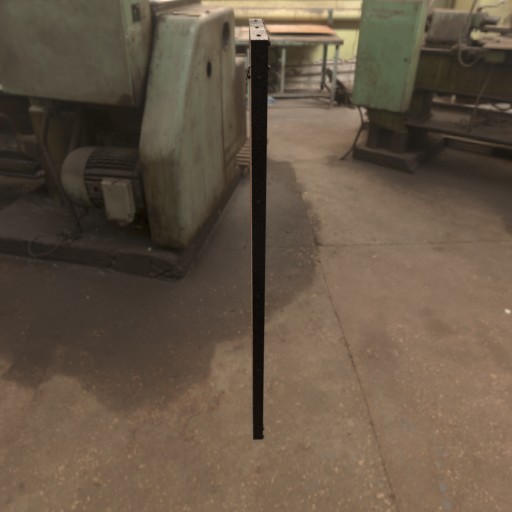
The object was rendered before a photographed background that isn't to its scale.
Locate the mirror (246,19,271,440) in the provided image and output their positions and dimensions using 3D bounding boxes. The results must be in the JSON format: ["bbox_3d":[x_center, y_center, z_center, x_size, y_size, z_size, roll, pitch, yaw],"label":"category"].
[{"bbox_3d":[0.000,0.000,1.167,0.042,1.080,0.354,-1,33,-1],"label":"mirror"}]
